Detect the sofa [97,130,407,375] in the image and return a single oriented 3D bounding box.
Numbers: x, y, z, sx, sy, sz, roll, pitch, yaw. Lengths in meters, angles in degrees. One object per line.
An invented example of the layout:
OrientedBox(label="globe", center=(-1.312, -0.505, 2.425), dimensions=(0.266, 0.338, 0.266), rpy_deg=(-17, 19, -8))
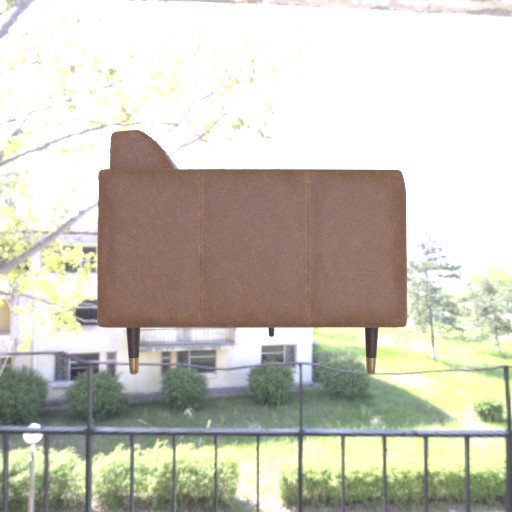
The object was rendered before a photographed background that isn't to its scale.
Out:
OrientedBox(label="sofa", center=(0.000, 0.000, 2.260), dimensions=(0.993, 0.821, 1.847), rpy_deg=(0, -1, 0))
